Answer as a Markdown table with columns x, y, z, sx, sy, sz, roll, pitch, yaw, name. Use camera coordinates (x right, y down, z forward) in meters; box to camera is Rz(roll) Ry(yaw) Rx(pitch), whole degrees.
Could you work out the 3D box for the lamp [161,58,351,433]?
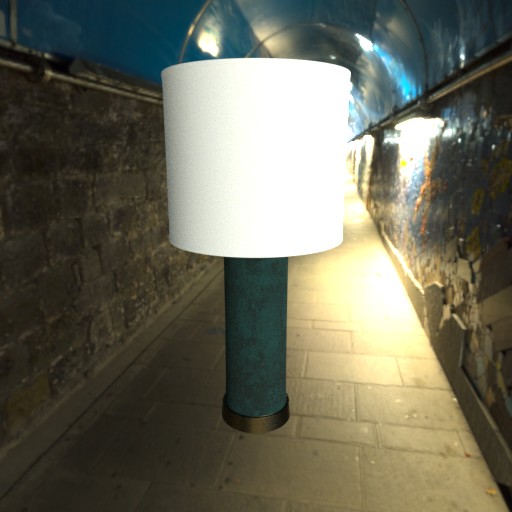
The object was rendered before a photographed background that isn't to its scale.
| x | y | z | sx | sy | sz | roll | pitch | yaw | name |
| --- | --- | --- | --- | --- | --- | --- | --- | --- | --- |
| 0.000 | 0.000 | 0.791 | 0.301 | 0.630 | 0.301 | 7 | 16 | 25 | lamp |
